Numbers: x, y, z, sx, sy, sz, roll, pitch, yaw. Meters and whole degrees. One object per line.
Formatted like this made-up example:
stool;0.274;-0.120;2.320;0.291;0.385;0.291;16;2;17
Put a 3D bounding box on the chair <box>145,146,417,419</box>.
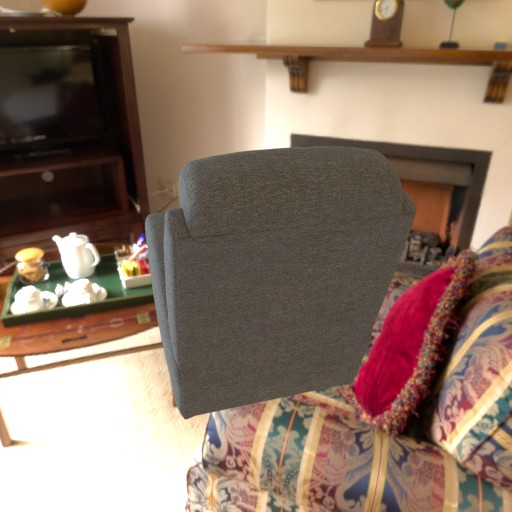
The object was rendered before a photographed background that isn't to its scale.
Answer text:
chair;0.000;0.000;1.716;0.798;1.013;1.043;-7;28;-14
